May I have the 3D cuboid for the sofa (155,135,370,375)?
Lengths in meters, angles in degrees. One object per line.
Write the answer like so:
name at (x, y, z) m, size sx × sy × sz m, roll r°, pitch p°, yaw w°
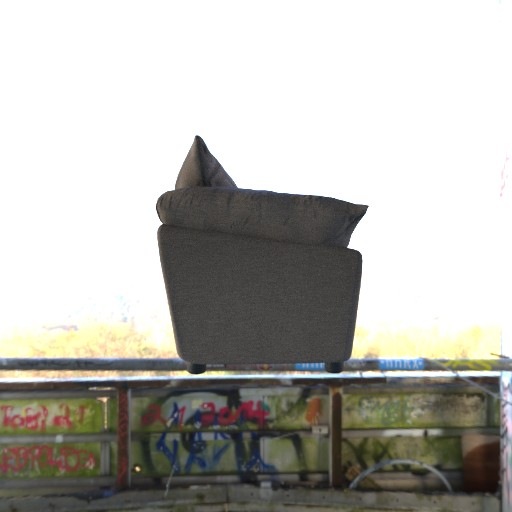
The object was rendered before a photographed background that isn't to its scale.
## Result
sofa at (0.000, 0.000, 2.949) m, size 0.927 × 1.043 × 2.390 m, roll 0°, pitch 0°, yaw -2°
